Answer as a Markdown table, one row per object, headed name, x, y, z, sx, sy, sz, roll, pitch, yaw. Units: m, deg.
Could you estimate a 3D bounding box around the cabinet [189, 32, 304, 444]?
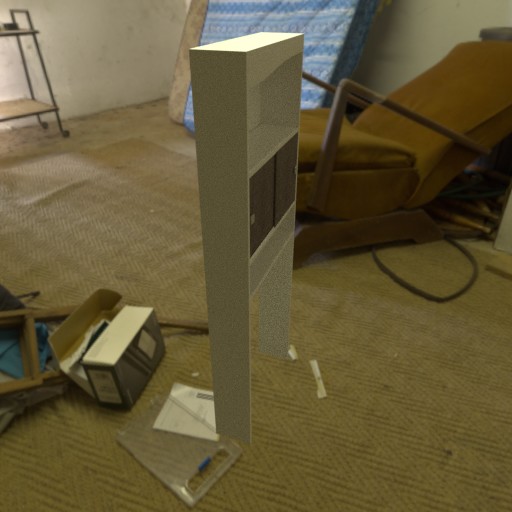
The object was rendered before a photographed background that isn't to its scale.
| name | x | y | z | sx | sy | sz | roll | pitch | yaw |
| --- | --- | --- | --- | --- | --- | --- | --- | --- | --- |
| cabinet | 0.000 | 0.000 | 2.014 | 0.192 | 1.770 | 0.643 | 11 | 33 | 17 |
